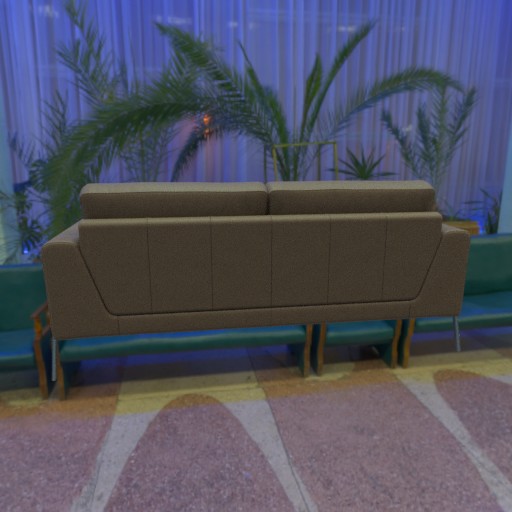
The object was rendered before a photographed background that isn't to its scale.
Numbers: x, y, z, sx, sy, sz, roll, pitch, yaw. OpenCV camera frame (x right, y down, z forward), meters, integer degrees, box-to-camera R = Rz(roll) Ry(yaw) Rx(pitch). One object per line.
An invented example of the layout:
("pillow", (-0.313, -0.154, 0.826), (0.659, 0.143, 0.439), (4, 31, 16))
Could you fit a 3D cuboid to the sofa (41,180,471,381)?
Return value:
("sofa", (0.000, 0.000, 2.506), (2.017, 0.875, 0.953), (-2, 13, -8))
